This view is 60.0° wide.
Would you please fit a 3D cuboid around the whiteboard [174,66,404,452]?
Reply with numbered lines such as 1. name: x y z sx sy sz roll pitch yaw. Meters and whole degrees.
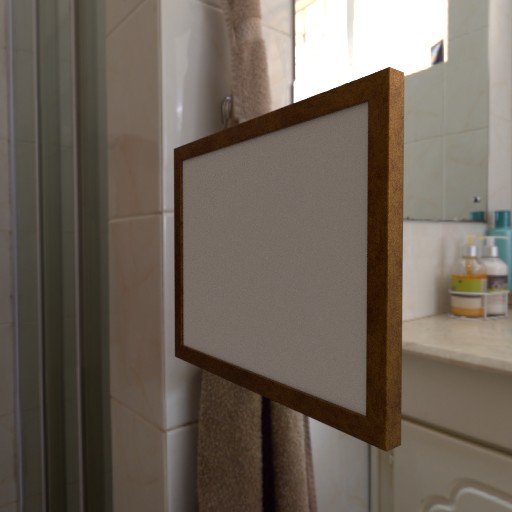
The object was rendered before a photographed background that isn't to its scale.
1. whiteboard: 0.000 0.000 0.759 0.029 0.457 0.561 -1 2 -37
